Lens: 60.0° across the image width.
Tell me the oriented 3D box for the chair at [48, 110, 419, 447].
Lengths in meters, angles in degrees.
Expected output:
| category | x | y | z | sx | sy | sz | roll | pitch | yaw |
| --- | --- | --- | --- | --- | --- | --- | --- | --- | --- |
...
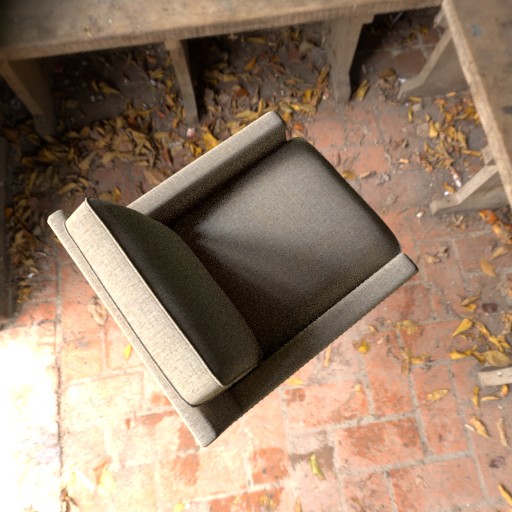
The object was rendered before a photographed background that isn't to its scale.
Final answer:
| category | x | y | z | sx | sy | sz | roll | pitch | yaw |
| --- | --- | --- | --- | --- | --- | --- | --- | --- | --- |
| chair | 0.000 | 0.000 | 1.690 | 1.014 | 0.943 | 0.853 | -37 | 77 | -10 |
